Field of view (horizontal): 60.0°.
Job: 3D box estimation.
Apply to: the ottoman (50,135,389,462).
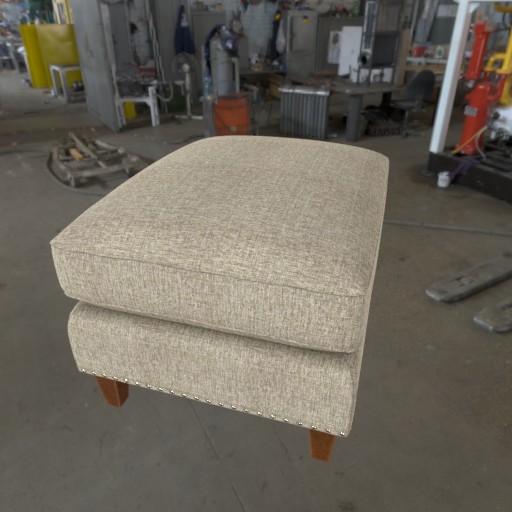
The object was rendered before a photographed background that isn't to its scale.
[{"bbox_3d":[0.000,0.000,1.113,0.584,0.513,0.741,9,30,15],"label":"ottoman"}]
